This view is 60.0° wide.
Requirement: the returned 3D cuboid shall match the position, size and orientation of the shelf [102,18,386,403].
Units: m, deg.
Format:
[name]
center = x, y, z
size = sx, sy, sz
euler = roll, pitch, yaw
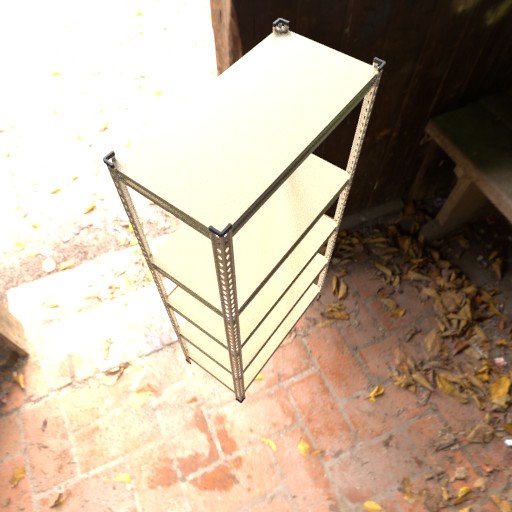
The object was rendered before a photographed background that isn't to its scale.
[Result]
[shelf]
center = 0.000, 0.000, 2.201
size = 0.457, 1.829, 0.914
euler = 32, 64, 18
